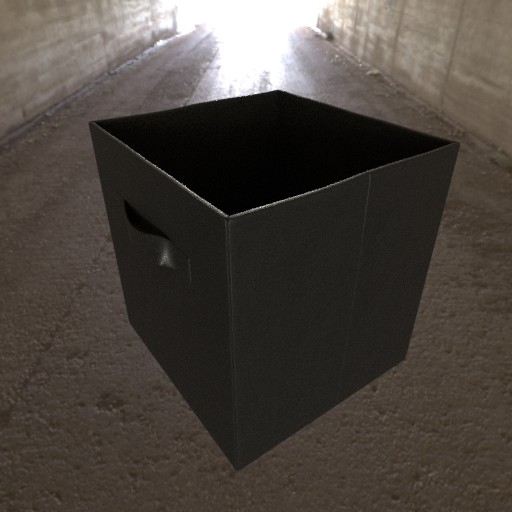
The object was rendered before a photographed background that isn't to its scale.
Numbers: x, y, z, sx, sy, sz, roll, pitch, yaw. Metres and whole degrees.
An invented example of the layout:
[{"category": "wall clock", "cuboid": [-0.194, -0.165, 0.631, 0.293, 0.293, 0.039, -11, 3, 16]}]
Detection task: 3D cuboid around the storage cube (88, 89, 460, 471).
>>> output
[{"category": "storage cube", "cuboid": [0.000, 0.000, 0.499, 0.270, 0.280, 0.270, -21, 39, -29]}]
